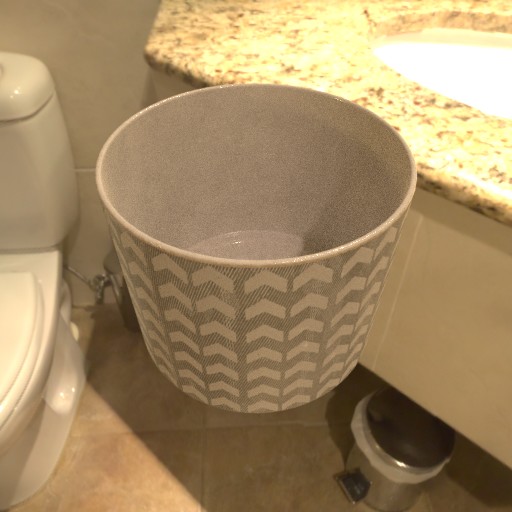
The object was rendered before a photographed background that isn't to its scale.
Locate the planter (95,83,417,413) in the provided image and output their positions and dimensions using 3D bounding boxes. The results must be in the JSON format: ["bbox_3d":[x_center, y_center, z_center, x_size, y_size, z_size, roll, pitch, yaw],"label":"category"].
[{"bbox_3d":[0.000,0.000,0.439,0.250,0.239,0.250,0,45,0],"label":"planter"}]
